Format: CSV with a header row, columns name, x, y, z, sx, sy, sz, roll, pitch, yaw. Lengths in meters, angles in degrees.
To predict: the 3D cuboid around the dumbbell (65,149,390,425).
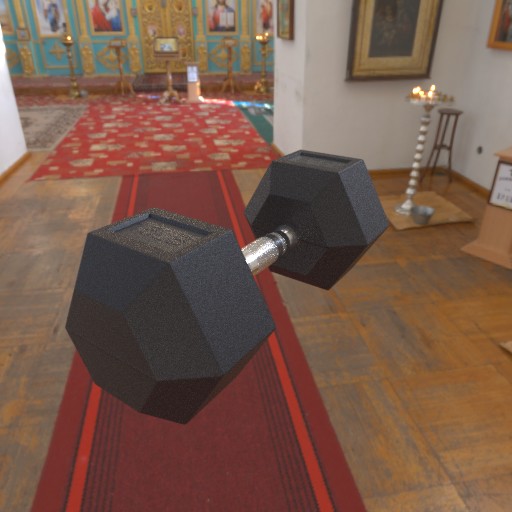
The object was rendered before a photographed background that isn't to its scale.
name,x,y,z,sx,sy,sz,roll,pitch,yaw
dumbbell,0.000,0.000,0.331,0.122,0.106,0.271,18,32,31
